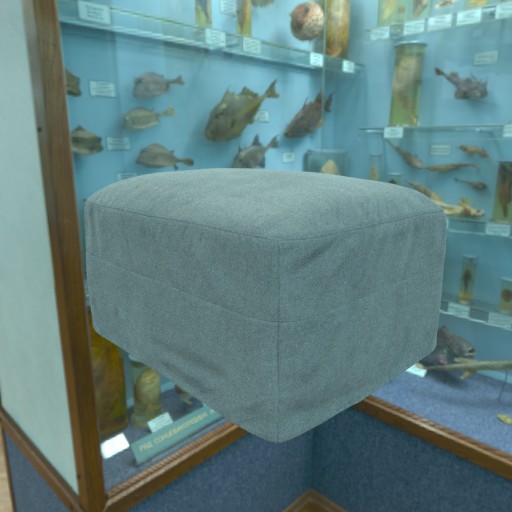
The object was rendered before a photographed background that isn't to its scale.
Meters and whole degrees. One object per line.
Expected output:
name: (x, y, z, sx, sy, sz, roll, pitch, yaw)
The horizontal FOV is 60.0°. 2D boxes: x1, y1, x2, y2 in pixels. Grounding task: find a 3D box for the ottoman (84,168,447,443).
ottoman: (0.000, 0.000, 1.251, 0.683, 0.481, 0.837, -13, 19, -42)
